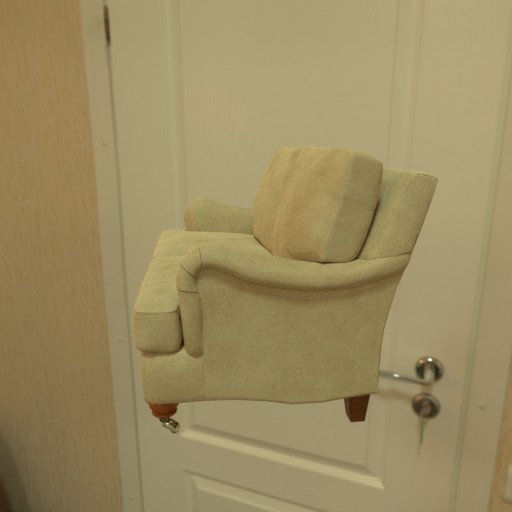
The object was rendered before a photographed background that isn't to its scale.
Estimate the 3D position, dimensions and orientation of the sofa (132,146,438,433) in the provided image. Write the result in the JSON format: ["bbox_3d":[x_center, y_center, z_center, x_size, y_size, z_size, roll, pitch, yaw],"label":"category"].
[{"bbox_3d":[0.000,0.000,2.253,1.086,1.087,1.498,-2,14,-8],"label":"sofa"}]
